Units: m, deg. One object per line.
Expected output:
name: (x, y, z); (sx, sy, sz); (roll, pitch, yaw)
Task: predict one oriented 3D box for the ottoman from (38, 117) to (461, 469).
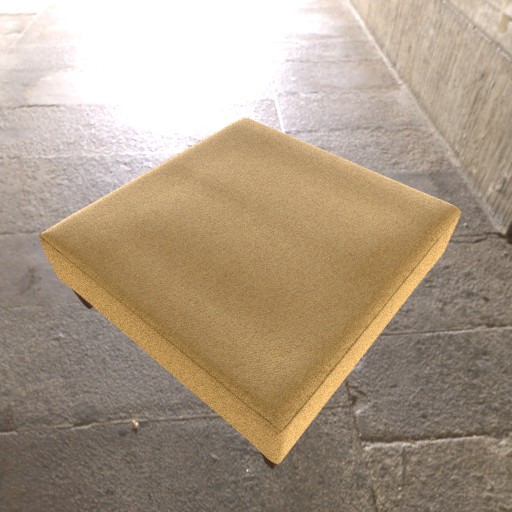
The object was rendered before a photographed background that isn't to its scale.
ottoman: (0.000, 0.000, 1.517); (0.970, 0.378, 0.981); (31, 53, 27)
